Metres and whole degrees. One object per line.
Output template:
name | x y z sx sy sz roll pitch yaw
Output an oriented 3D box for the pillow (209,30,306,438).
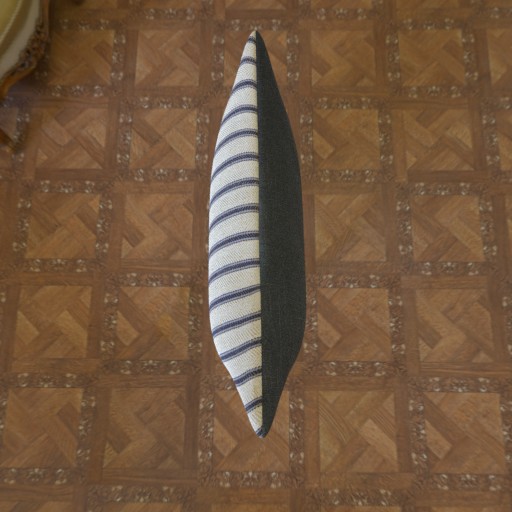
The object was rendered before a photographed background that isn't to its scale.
pillow | 0.000 0.000 0.692 0.138 0.444 0.468 -1 77 0
